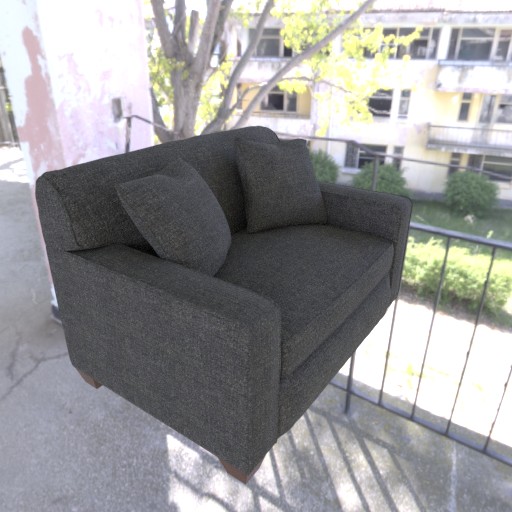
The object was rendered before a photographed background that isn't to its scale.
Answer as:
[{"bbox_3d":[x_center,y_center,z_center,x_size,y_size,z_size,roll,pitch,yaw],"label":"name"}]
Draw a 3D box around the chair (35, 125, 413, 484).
[{"bbox_3d":[0.000,0.000,1.977,1.000,0.948,1.383,17,30,32],"label":"chair"}]
